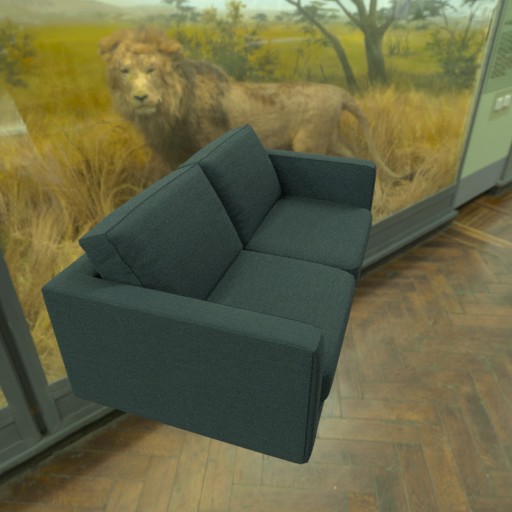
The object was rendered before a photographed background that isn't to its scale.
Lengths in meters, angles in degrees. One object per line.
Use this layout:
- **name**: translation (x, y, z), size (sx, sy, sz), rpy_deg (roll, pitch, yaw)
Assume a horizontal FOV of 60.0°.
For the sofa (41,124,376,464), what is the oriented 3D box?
- **sofa**: translation (0.000, 0.000, 2.175), size (0.999, 0.907, 1.659), rpy_deg (10, 33, 16)
